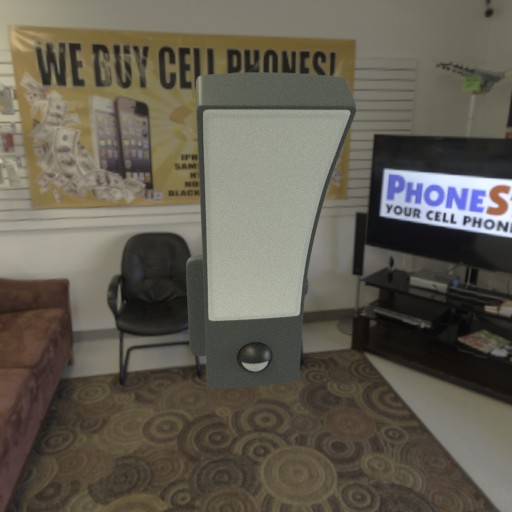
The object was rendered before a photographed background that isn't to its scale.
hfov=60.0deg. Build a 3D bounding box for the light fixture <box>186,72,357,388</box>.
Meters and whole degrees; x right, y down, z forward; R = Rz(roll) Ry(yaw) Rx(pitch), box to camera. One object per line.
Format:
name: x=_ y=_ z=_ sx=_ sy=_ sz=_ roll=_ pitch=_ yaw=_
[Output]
light fixture: x=0.000 y=0.000 z=0.333 sx=0.108 sy=0.243 sz=0.174 roll=-2 pitch=17 yaw=-8
